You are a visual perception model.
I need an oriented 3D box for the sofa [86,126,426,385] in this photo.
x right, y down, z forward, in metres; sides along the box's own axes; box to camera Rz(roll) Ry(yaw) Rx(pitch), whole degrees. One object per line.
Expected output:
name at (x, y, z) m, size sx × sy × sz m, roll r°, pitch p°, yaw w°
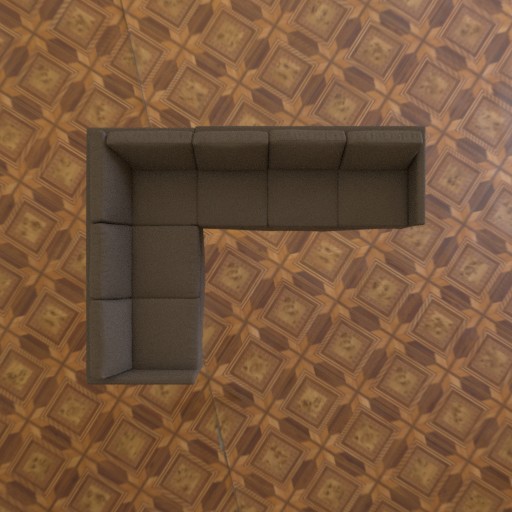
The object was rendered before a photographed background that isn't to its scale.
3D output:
sofa at (0.000, 0.000, 4.380) m, size 3.182 × 0.871 × 2.432 m, roll 0°, pitch 90°, yaw 0°
